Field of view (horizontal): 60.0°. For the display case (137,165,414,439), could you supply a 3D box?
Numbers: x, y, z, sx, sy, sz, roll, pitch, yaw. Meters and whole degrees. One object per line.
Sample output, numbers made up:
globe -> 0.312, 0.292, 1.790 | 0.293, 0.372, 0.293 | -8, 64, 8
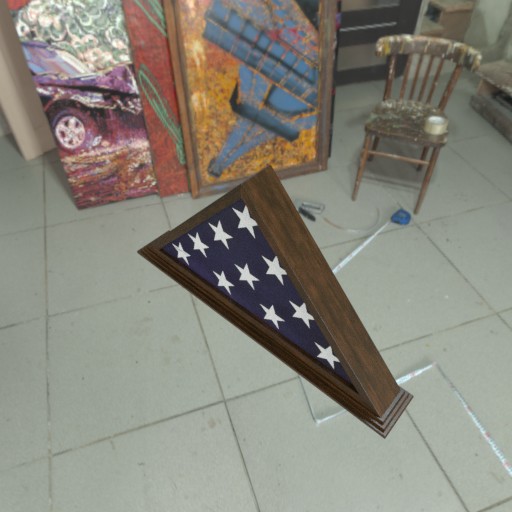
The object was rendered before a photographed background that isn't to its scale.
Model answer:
display case -> 0.000, 0.000, 0.768 | 0.640, 0.340, 0.095 | 32, 54, 28
